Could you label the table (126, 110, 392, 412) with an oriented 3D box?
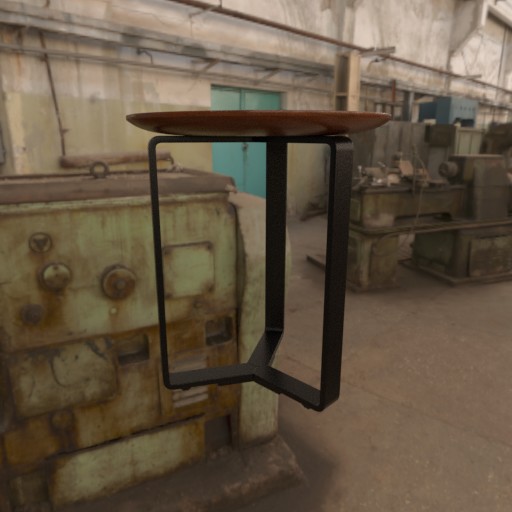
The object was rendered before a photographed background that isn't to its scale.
[{"bbox_3d":[0.000,0.000,0.748,0.410,0.450,0.380,15,21,42],"label":"table"}]
